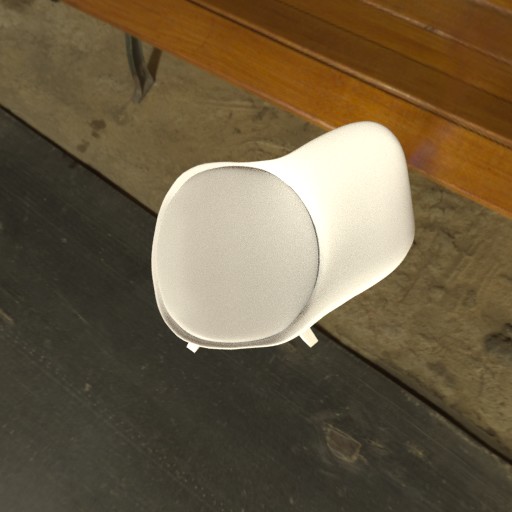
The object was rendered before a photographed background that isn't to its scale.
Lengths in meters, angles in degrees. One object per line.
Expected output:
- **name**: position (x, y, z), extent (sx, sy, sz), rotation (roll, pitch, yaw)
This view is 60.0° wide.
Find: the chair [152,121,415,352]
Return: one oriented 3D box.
- **chair**: position (0.000, 0.000, 1.177), extent (0.550, 0.850, 0.485), rotation (-2, 76, -1)
